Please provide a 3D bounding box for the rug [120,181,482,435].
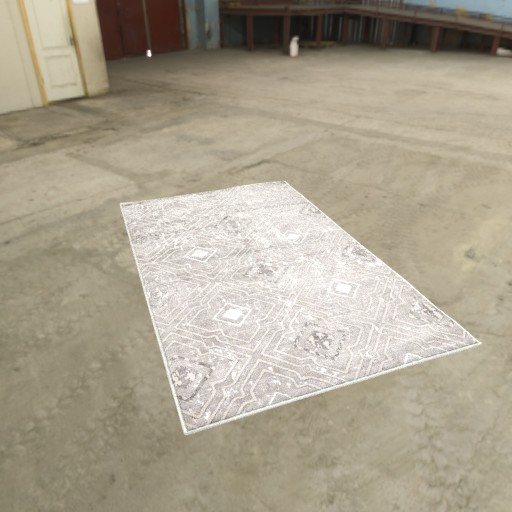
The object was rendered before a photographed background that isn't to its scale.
[{"bbox_3d":[0.000,0.000,2.989,1.537,0.036,2.447,-11,32,-18],"label":"rug"}]
